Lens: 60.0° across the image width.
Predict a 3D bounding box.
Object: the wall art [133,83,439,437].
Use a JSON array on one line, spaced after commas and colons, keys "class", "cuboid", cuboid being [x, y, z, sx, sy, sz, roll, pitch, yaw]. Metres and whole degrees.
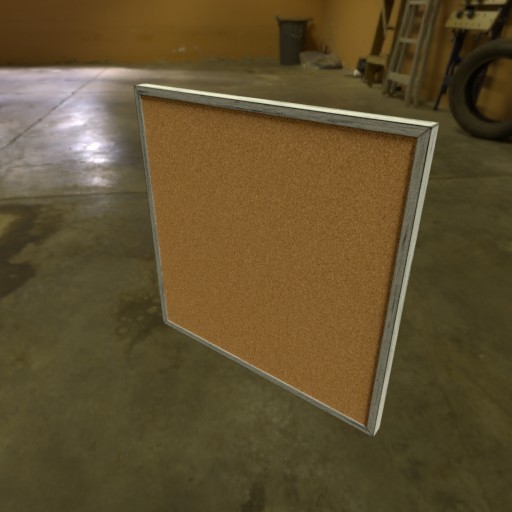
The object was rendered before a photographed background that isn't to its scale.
[{"class": "wall art", "cuboid": [0.000, 0.000, 1.132, 0.761, 0.761, 0.037, 20, 35, 32]}]
